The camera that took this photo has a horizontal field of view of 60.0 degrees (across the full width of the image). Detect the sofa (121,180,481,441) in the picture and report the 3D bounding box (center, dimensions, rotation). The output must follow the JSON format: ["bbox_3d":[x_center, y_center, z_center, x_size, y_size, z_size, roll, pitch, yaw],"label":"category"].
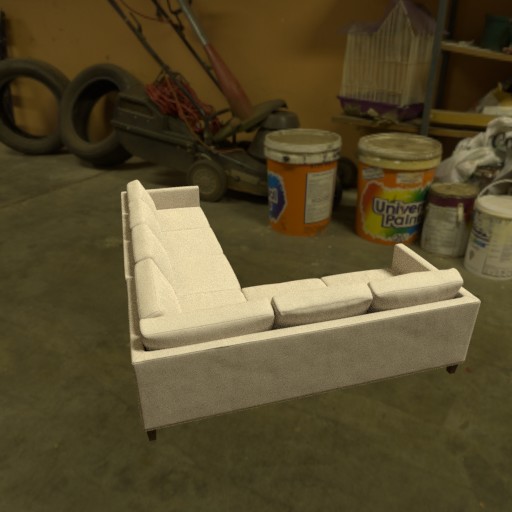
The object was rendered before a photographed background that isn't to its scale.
[{"bbox_3d":[0.000,0.000,4.305,2.432,0.863,3.182,-7,28,-14],"label":"sofa"}]
